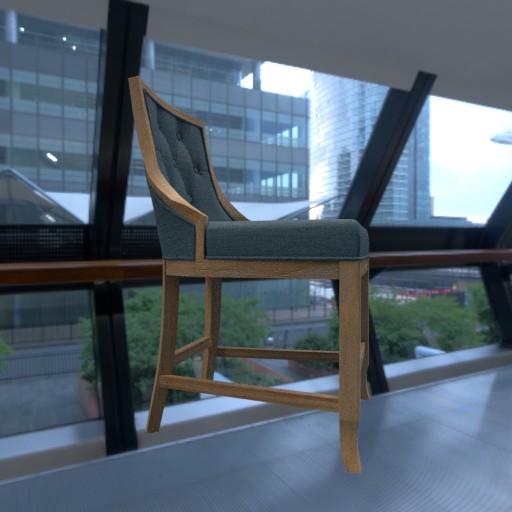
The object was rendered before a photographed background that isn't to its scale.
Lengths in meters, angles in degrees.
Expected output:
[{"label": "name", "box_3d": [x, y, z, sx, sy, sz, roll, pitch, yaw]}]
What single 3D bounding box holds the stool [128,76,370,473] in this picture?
[{"label": "stool", "box_3d": [0.000, 0.000, 1.289, 0.626, 0.938, 0.524, 0, 1, 16]}]
